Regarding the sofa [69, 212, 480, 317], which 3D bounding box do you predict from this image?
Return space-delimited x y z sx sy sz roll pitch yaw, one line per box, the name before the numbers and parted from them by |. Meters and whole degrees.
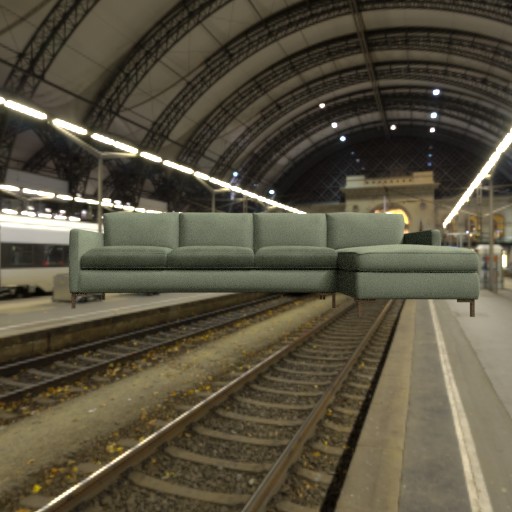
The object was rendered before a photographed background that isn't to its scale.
sofa | 0.000 0.000 3.288 2.725 0.756 1.255 0 0 -1
